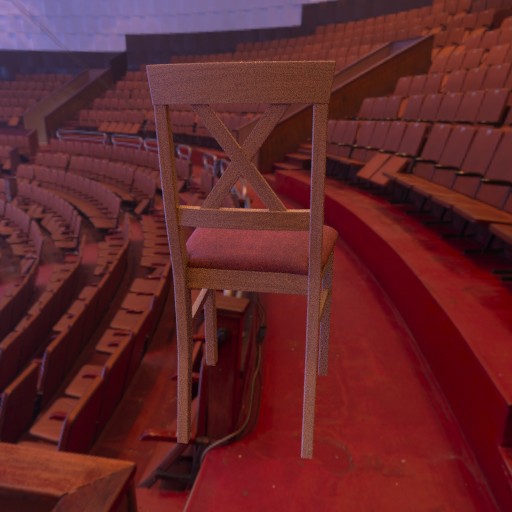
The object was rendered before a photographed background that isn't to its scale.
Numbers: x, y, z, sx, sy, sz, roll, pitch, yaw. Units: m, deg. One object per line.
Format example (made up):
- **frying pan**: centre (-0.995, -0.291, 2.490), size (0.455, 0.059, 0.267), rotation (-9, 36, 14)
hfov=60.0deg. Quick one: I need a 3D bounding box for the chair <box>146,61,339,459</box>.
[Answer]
- **chair**: centre (0.000, 0.000, 1.196), size (0.439, 0.912, 0.492), rotation (3, 17, 9)
